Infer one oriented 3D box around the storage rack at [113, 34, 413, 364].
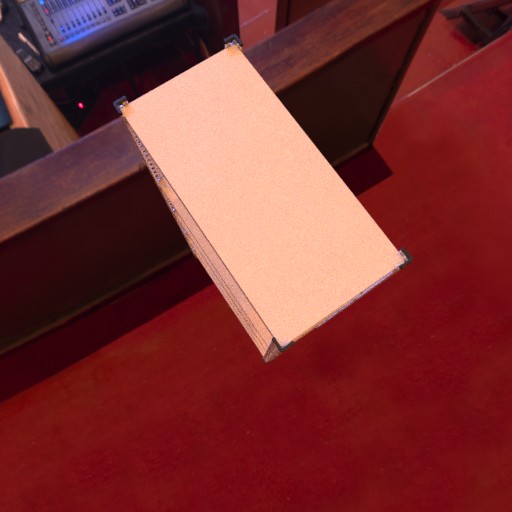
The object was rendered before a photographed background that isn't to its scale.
[{"bbox_3d":[0.000,0.000,2.189,0.457,1.829,0.914,-33,78,-8],"label":"storage rack"}]
